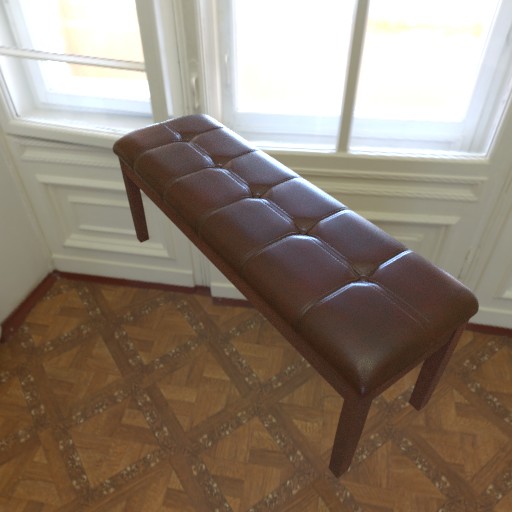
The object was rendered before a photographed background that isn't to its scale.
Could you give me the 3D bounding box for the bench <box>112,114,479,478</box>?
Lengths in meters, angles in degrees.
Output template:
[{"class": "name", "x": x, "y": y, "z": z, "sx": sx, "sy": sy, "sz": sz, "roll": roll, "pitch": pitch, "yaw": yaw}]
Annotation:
[{"class": "bench", "x": 0.000, "y": 0.000, "z": 1.447, "sx": 0.401, "sy": 0.491, "sz": 1.259, "roll": -26, "pitch": 48, "yaw": -26}]
